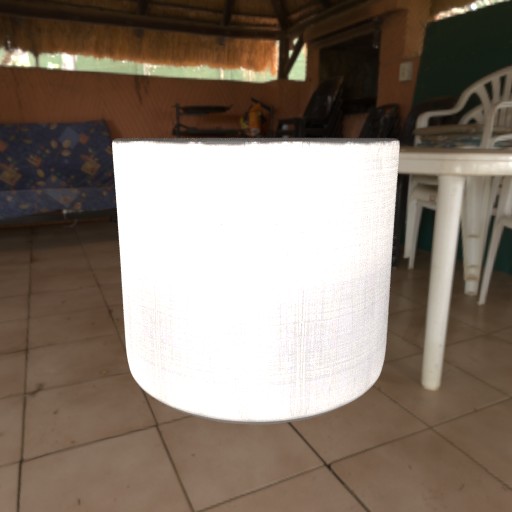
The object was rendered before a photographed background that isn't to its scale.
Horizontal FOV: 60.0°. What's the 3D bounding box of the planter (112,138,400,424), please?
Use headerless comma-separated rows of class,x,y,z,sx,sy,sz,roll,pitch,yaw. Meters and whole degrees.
planter,0.000,0.000,0.430,0.254,0.221,0.254,0,15,0
